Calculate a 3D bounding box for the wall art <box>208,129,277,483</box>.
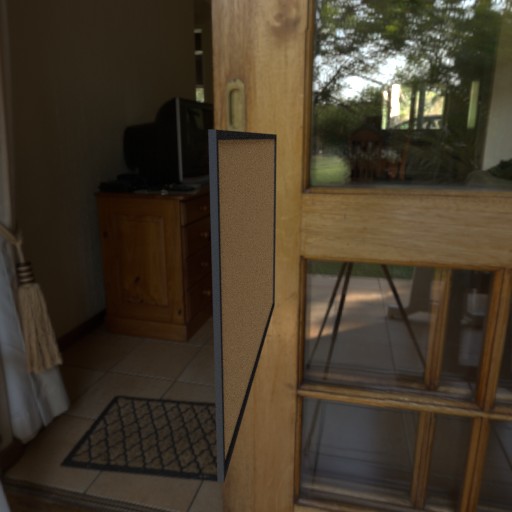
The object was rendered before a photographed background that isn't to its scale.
[{"bbox_3d":[0.000,0.000,1.243,0.013,0.665,0.963,2,15,8],"label":"wall art"}]
